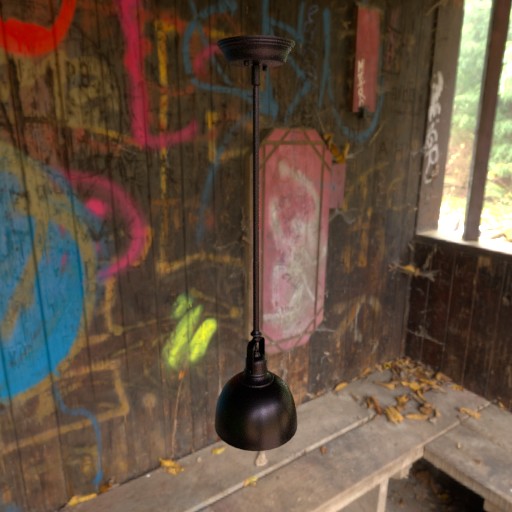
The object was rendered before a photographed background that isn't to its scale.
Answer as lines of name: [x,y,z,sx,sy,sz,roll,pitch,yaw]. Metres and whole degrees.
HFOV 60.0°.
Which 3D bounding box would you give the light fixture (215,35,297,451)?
light fixture: [0.000,0.000,0.875,0.182,0.768,0.182,8,17,26]
